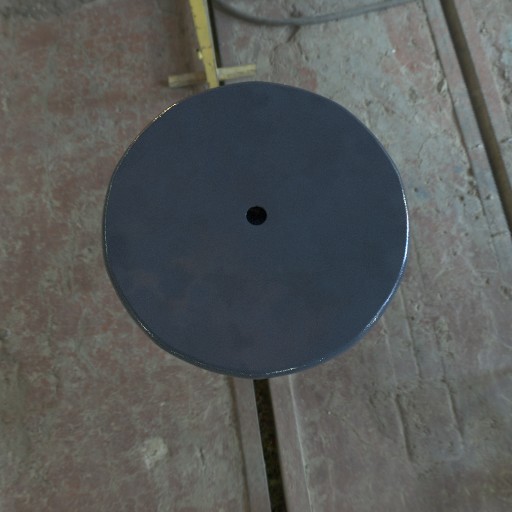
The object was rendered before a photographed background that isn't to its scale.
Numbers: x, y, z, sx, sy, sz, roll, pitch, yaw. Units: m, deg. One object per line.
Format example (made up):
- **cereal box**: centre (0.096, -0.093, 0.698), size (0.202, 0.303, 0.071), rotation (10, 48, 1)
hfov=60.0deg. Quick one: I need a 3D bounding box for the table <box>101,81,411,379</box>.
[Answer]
- **table**: centre (0.000, 0.000, 0.678), size (0.352, 0.387, 0.352), rotation (0, 76, 0)
